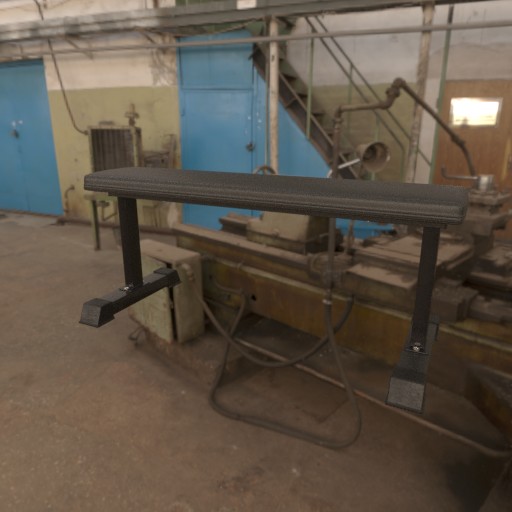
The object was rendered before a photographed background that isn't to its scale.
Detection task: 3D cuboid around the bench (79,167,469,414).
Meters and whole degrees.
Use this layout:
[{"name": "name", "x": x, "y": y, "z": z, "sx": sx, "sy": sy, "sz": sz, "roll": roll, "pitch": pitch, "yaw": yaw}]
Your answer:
[{"name": "bench", "x": 0.000, "y": 0.000, "z": 1.287, "sx": 1.072, "sy": 0.453, "sz": 0.439, "roll": 8, "pitch": 19, "yaw": 25}]
